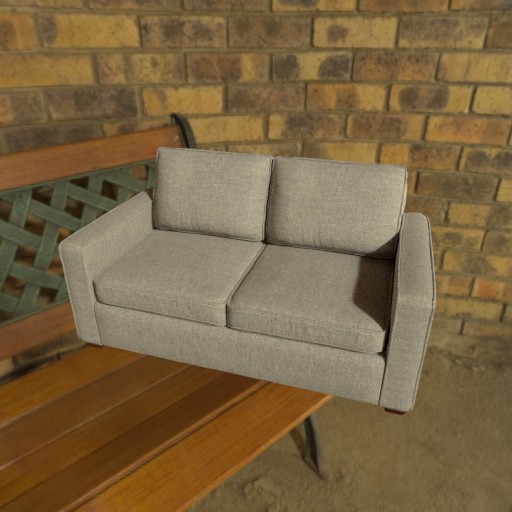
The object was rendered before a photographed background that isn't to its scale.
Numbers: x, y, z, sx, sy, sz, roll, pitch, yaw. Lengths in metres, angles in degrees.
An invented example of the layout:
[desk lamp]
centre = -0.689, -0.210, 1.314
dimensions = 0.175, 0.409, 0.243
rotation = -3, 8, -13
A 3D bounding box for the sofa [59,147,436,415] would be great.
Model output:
[sofa]
centre = 0.000, 0.000, 2.307
dimensions = 1.706, 0.915, 0.945
rotation = 8, 28, 15
